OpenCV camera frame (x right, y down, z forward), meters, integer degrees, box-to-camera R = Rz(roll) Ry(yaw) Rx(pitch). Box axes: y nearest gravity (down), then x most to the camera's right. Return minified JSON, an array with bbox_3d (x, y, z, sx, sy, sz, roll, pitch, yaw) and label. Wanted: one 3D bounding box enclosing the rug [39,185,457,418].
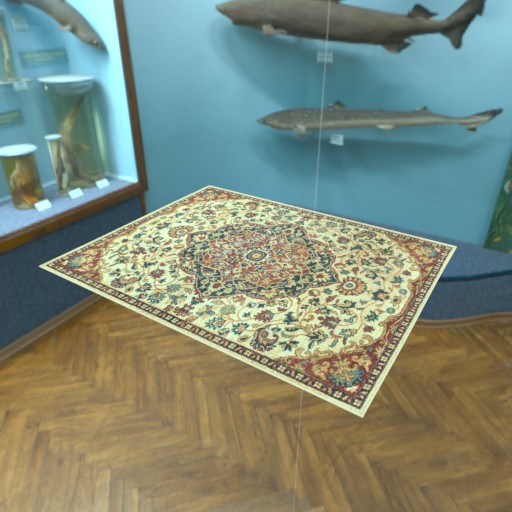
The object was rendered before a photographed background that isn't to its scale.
[{"bbox_3d":[0.000,0.000,4.146,3.067,0.005,2.454,18,34,28],"label":"rug"}]
